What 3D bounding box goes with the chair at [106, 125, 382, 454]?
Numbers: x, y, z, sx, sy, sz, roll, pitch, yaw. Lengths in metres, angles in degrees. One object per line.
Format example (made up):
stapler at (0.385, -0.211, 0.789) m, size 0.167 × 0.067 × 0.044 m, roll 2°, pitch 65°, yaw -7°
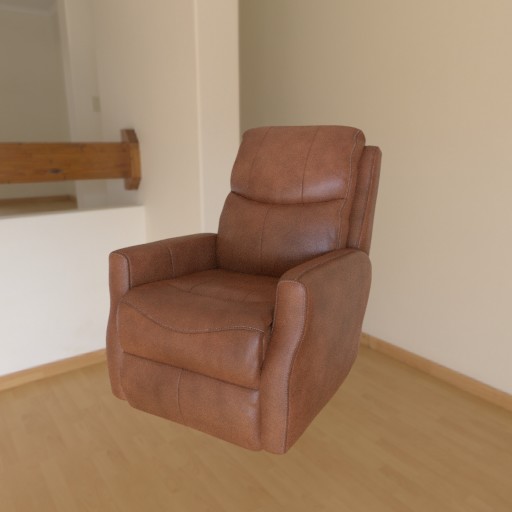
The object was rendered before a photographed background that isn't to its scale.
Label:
chair at (0.000, 0.000, 1.760) m, size 0.821 × 1.016 × 1.072 m, roll 8°, pitch 16°, yaw 27°
